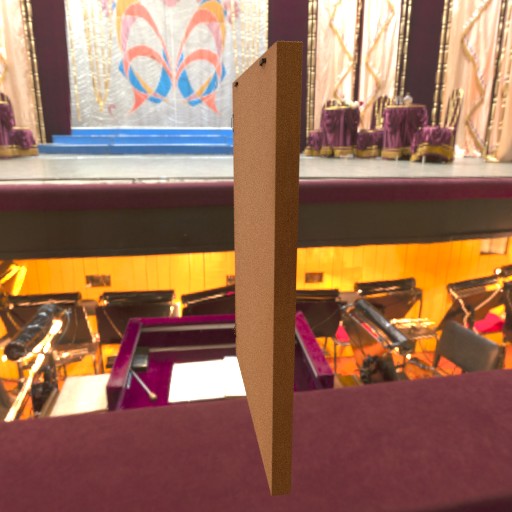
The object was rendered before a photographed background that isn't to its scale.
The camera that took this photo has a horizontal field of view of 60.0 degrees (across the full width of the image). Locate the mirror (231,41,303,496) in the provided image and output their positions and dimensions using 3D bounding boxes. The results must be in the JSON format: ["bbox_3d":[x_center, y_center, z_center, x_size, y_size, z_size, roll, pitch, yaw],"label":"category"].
[{"bbox_3d":[0.000,0.000,0.903,0.039,0.710,0.507,-3,16,-9],"label":"mirror"}]
